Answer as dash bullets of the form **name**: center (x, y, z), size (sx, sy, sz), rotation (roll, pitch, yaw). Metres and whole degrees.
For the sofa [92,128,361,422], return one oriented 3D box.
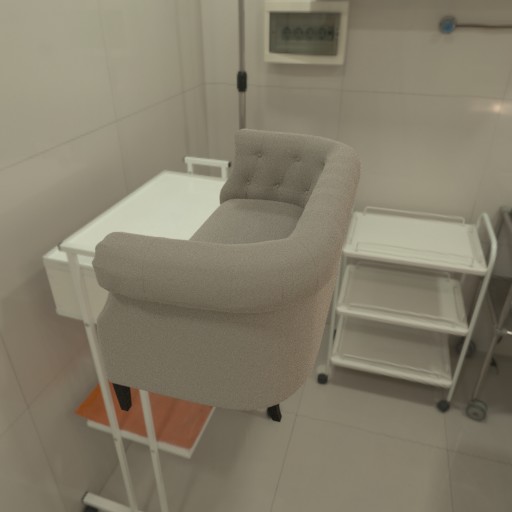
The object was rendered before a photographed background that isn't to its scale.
- **sofa**: center (0.000, 0.000, 2.100), size (0.835, 0.827, 1.558), rotation (8, 31, 14)
